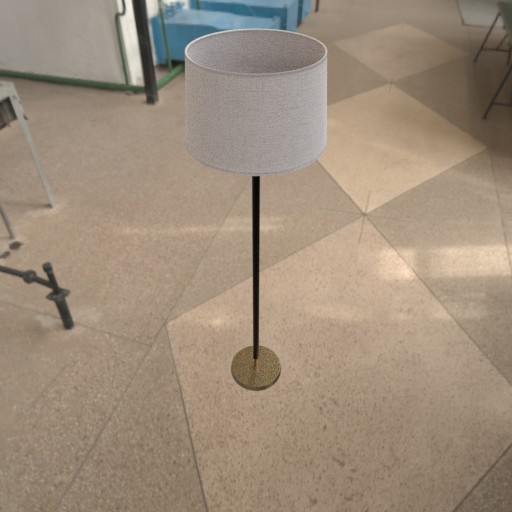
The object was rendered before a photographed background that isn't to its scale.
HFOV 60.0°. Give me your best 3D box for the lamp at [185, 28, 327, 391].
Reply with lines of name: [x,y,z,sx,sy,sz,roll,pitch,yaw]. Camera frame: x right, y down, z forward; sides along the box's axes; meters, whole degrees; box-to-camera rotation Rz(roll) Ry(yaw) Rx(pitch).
lamp: [0.000,0.000,1.635,0.420,1.447,0.420,0,42,0]
